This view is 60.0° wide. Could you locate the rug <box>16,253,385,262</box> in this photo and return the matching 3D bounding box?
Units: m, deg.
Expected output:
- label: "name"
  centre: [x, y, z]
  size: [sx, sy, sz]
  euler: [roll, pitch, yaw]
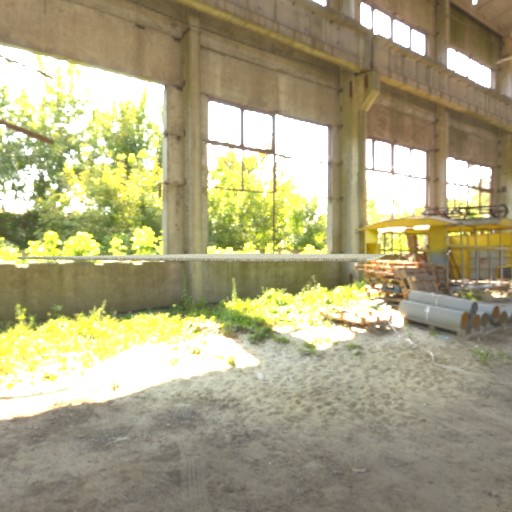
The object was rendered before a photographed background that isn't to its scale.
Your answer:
- label: "rug"
  centre: [0.000, 0.000, 2.311]
  size: [1.250, 0.015, 1.850]
  euler: [0, 1, 18]
